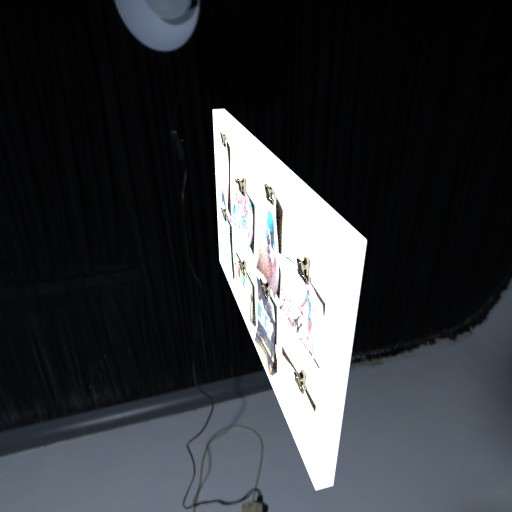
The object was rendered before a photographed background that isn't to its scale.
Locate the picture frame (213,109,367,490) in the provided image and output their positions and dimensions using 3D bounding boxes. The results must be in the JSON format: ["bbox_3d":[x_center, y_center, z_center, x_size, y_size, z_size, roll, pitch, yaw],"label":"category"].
[{"bbox_3d":[0.000,0.000,0.780,0.044,0.379,0.647,-8,30,-14],"label":"picture frame"}]
